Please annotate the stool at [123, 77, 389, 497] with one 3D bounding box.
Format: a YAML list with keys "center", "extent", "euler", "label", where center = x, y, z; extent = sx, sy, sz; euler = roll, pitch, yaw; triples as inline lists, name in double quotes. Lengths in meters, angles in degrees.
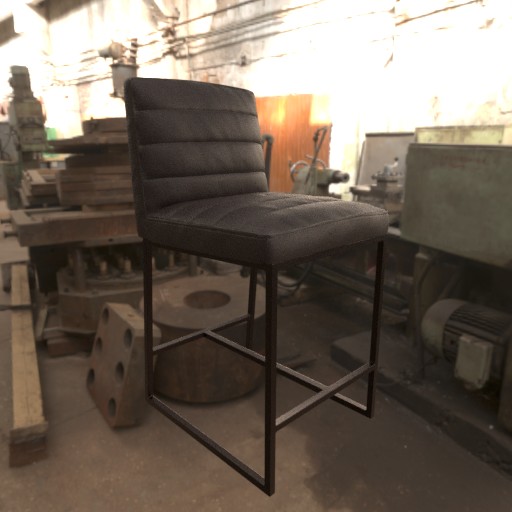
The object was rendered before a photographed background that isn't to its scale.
- center: [0.000, 0.000, 1.217]
  extent: [0.463, 0.946, 0.562]
  euler: [-13, 20, -42]
  label: "stool"
